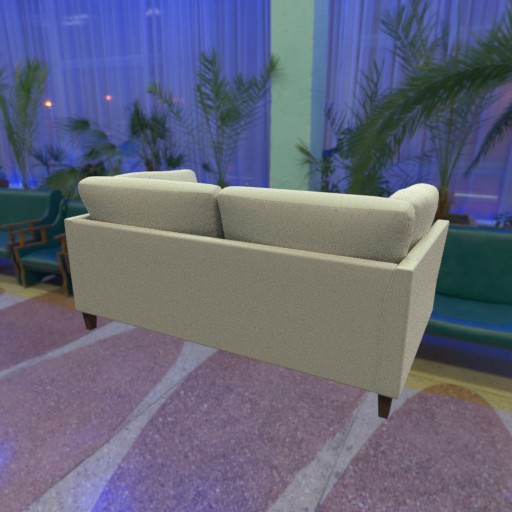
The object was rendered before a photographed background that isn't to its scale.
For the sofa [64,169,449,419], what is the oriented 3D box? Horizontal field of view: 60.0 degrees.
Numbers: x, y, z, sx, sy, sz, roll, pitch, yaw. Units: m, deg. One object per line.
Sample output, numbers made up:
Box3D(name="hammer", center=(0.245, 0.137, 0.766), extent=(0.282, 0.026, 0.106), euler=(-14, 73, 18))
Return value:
Box3D(name="sofa", center=(0.000, 0.000, 2.353), extent=(1.776, 0.836, 0.970), euler=(9, 19, 27))
